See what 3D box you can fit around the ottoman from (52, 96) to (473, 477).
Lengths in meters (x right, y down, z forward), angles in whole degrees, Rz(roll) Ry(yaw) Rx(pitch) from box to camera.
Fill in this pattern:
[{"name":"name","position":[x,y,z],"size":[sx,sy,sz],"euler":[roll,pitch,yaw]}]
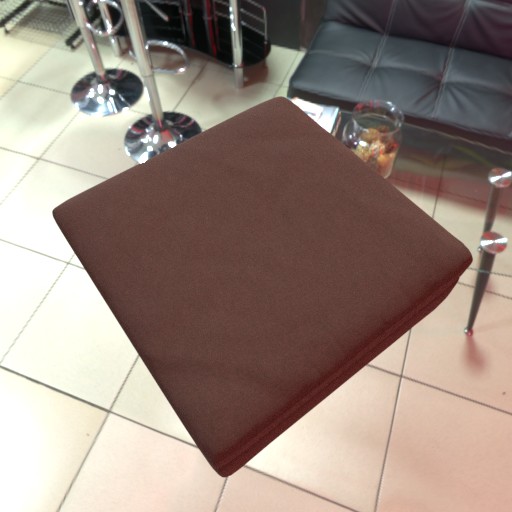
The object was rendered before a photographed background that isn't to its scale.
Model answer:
[{"name":"ottoman","position":[0.000,0.000,1.819],"size":[1.181,0.470,1.181],"euler":[-32,63,-19]}]
